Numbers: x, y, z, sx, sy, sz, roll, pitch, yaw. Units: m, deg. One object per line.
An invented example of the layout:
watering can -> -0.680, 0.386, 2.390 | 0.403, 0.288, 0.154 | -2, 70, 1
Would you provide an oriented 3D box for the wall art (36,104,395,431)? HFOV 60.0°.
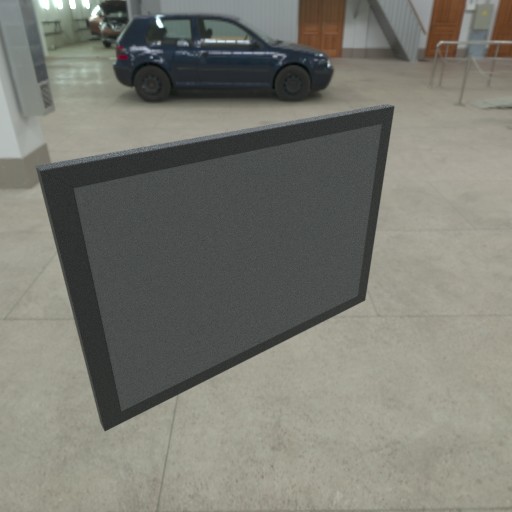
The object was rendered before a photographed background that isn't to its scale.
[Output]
wall art -> 0.000, 0.000, 0.540 | 0.432, 0.306, 0.016 | -20, 35, -31
